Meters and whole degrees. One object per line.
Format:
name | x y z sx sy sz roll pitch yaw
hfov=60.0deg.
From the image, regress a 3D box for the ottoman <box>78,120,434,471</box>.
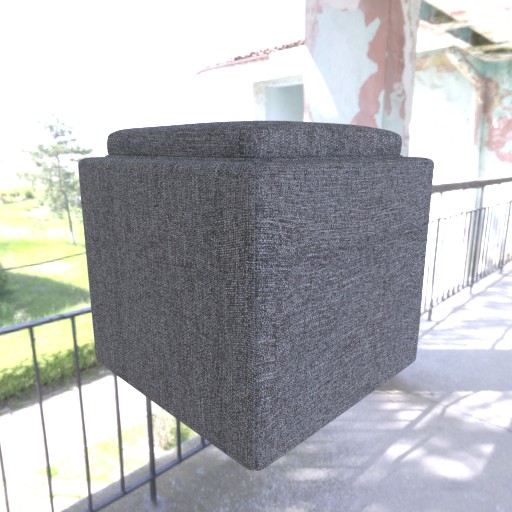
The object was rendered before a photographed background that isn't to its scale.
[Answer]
ottoman | 0.000 0.000 0.812 0.450 0.460 0.450 -13 19 -43
